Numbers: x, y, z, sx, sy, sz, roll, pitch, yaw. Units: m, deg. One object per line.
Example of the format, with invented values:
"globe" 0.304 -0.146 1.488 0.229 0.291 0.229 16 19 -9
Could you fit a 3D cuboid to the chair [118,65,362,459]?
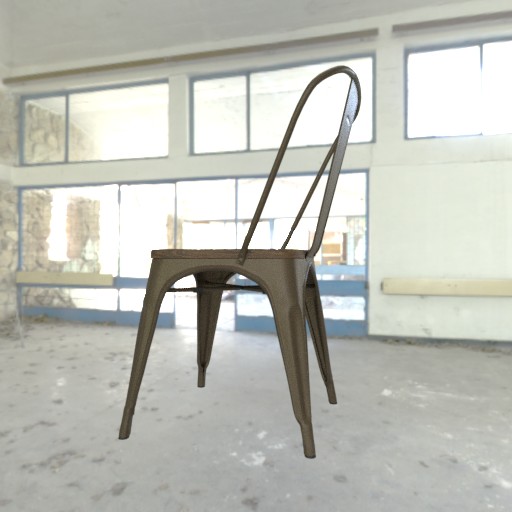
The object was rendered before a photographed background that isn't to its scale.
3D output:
"chair" 0.000 0.000 1.156 0.532 0.844 0.451 0 0 18
